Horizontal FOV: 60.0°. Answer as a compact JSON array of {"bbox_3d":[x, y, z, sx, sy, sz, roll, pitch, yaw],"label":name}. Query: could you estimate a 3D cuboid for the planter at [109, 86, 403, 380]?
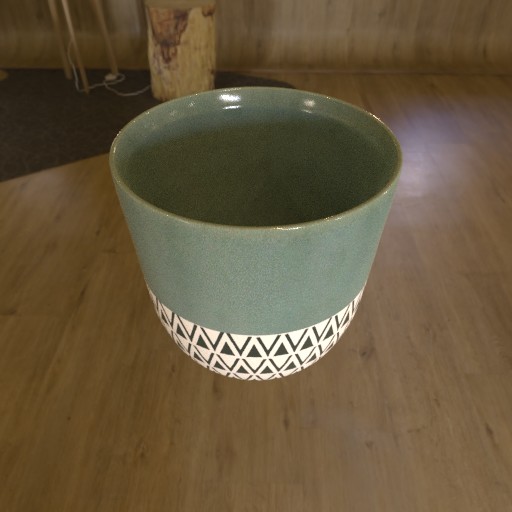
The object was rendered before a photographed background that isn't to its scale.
[{"bbox_3d":[0.000,0.000,0.378,0.198,0.214,0.198,0,42,0],"label":"planter"}]
